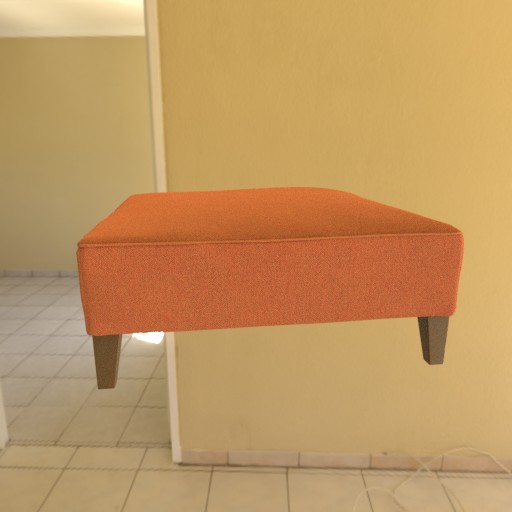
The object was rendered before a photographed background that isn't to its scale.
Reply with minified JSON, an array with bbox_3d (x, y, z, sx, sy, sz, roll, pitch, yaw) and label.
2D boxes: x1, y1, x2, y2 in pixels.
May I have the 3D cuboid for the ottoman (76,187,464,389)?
[{"bbox_3d":[0.000,0.000,1.595,0.997,0.438,0.999,-2,14,-8],"label":"ottoman"}]
